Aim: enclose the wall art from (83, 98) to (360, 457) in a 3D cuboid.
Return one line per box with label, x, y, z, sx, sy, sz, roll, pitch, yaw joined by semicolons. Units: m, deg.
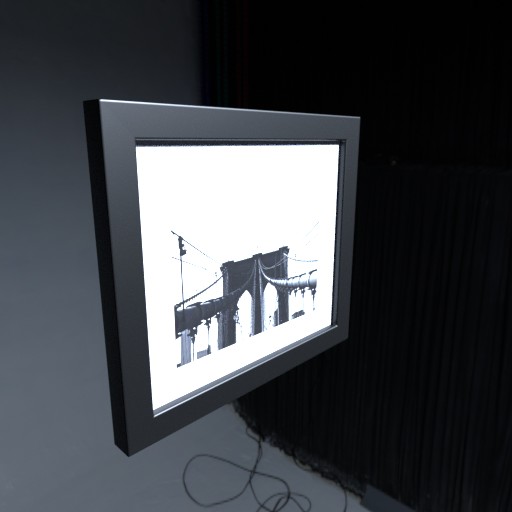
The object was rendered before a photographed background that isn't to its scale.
wall art;0.000;0.000;0.529;0.028;0.330;0.380;14;20;43
